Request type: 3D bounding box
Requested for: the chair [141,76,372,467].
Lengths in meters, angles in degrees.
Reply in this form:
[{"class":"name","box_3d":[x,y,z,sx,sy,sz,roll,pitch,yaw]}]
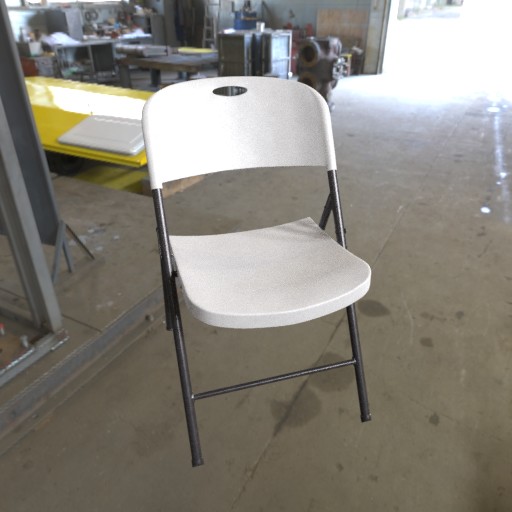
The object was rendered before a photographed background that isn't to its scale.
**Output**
[{"class":"chair","box_3d":[0.000,0.000,1.170,0.494,0.810,0.566,-9,32,-14]}]
